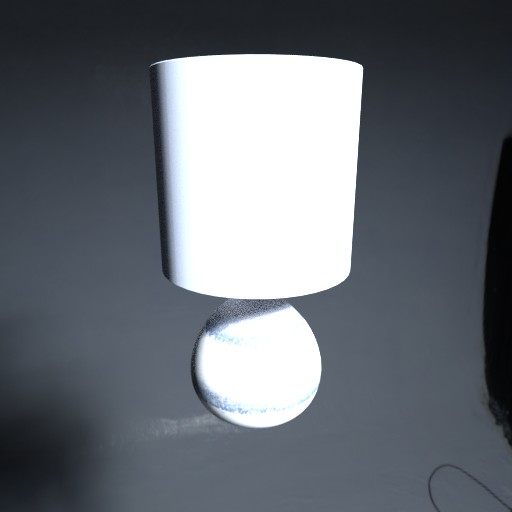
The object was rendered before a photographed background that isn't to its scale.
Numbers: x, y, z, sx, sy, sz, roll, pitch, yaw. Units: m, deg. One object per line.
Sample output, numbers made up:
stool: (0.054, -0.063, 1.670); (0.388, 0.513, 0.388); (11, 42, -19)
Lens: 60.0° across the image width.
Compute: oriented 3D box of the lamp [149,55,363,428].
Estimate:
lamp: (0.000, 0.000, 0.519); (0.216, 0.404, 0.216); (-2, 17, -8)
